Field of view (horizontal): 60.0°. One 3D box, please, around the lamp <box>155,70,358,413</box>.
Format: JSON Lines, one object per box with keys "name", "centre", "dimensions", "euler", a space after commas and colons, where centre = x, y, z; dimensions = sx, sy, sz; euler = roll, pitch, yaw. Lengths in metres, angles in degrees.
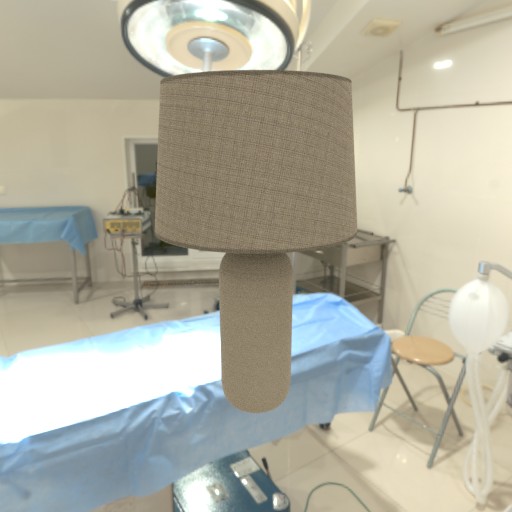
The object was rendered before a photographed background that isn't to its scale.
{"name": "lamp", "centre": [0.000, 0.000, 0.834], "dimensions": [0.367, 0.609, 0.367], "euler": [0, 15, 0]}
